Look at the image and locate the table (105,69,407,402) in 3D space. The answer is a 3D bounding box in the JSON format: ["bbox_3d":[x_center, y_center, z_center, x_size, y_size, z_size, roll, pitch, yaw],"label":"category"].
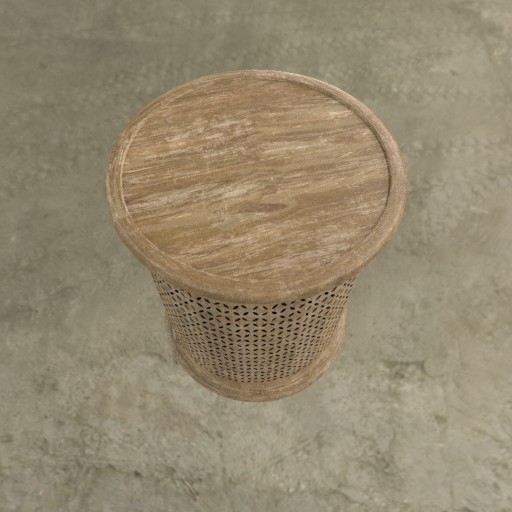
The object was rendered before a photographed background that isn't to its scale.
[{"bbox_3d":[0.000,0.000,0.802,0.407,0.482,0.407,0,58,0],"label":"table"}]
